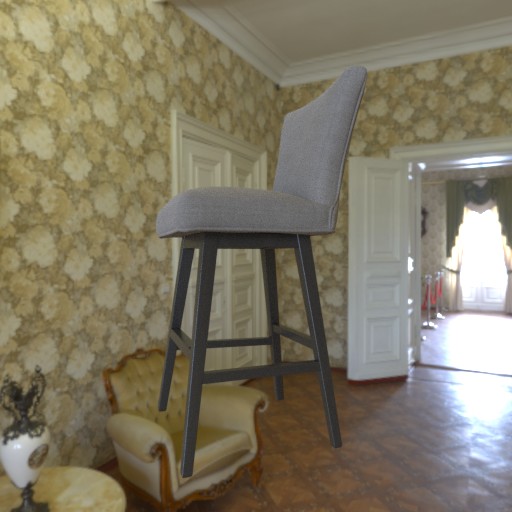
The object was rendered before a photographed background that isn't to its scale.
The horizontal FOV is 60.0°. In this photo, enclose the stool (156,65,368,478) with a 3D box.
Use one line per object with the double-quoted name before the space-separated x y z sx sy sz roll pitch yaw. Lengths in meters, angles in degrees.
"stool" 0.000 0.000 1.411 0.574 1.086 0.514 0 0 -19
